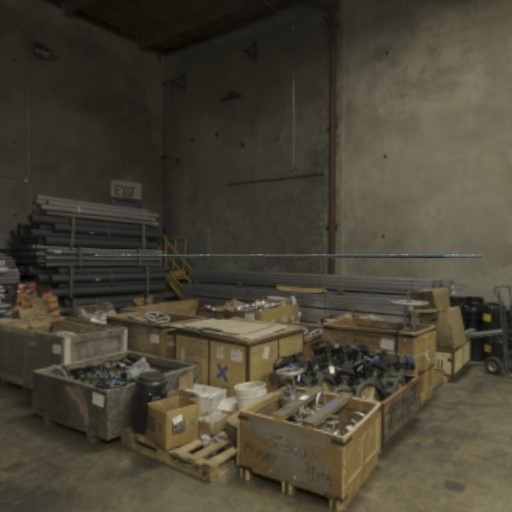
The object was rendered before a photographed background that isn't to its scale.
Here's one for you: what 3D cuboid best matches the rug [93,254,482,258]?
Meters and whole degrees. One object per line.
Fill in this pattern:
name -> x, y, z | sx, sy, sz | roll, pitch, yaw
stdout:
rug -> 0.000, 0.000, 2.593 | 2.276, 0.014, 0.678 | 0, 0, 37
